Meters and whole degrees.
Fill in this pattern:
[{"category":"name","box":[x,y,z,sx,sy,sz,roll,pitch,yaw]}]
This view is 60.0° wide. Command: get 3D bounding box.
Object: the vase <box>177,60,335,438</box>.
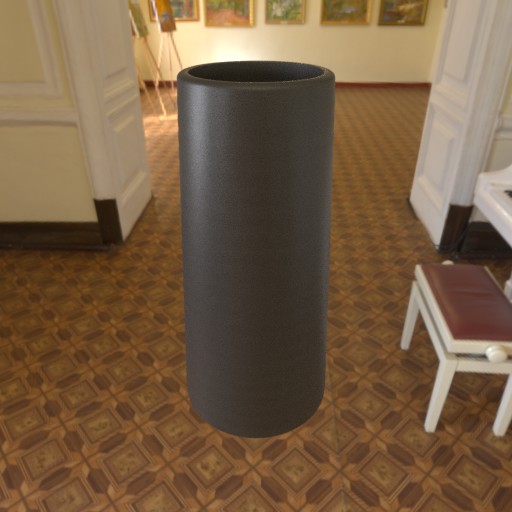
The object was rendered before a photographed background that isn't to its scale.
[{"category":"vase","box":[0.000,0.000,0.371,0.136,0.289,0.136,8,32,14]}]
